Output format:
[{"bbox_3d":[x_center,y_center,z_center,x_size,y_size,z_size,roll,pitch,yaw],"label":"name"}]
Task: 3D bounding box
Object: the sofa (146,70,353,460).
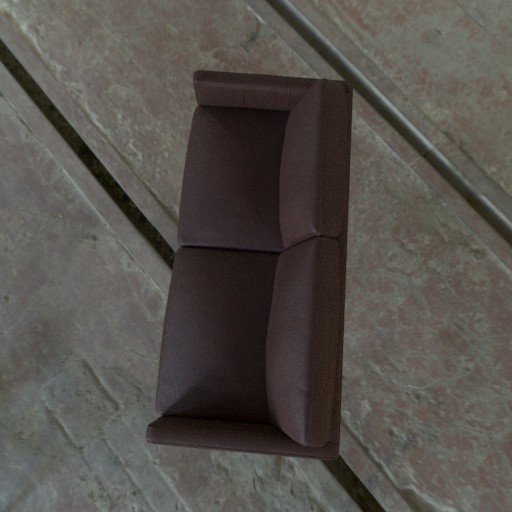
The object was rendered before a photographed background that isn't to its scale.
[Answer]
[{"bbox_3d":[0.000,0.000,2.468,0.923,0.863,1.971,5,77,1],"label":"sofa"}]
